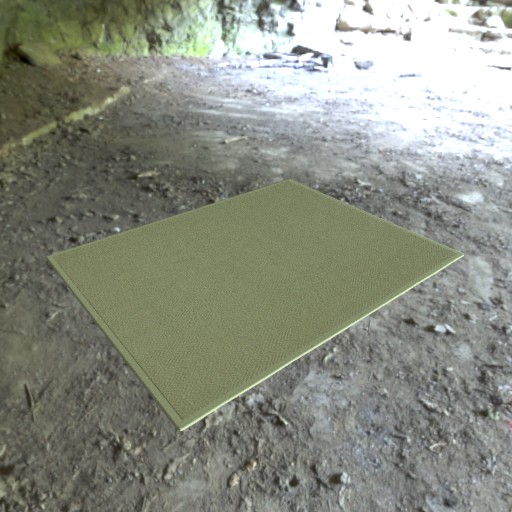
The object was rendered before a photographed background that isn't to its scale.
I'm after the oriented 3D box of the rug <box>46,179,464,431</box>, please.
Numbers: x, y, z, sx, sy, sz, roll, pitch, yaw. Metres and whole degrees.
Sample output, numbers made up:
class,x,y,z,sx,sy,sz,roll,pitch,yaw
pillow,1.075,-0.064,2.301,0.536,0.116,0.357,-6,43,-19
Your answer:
class,x,y,z,sx,sy,sz,roll,pitch,yaw
rug,0.000,0.000,4.097,3.051,0.020,2.407,-23,38,-32
